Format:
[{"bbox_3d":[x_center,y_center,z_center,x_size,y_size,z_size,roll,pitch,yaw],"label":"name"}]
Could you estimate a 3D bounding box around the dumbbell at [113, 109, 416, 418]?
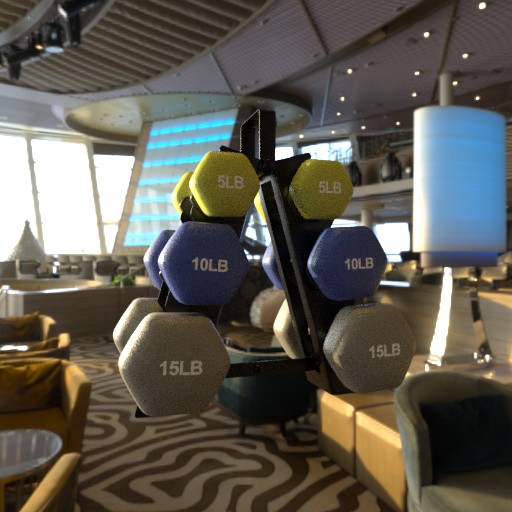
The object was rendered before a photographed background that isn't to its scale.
[{"bbox_3d":[0.000,0.000,0.684,0.416,0.426,0.261,0,0,-19],"label":"dumbbell"}]
